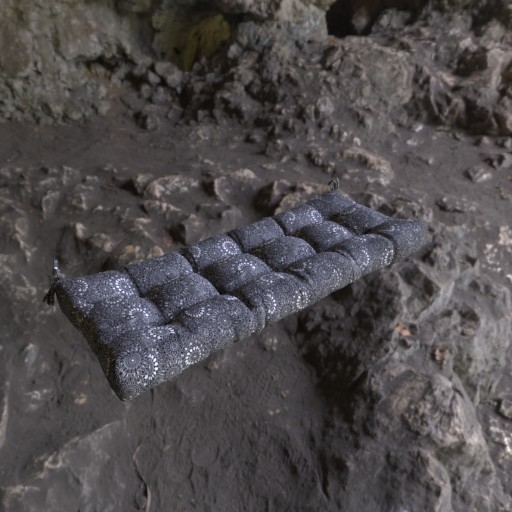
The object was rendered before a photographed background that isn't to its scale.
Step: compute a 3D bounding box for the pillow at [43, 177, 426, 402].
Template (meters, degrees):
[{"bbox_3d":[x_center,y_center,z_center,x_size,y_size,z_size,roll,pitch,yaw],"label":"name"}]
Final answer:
[{"bbox_3d":[0.000,0.000,1.399,1.194,0.174,0.511,-22,37,-32],"label":"pillow"}]
